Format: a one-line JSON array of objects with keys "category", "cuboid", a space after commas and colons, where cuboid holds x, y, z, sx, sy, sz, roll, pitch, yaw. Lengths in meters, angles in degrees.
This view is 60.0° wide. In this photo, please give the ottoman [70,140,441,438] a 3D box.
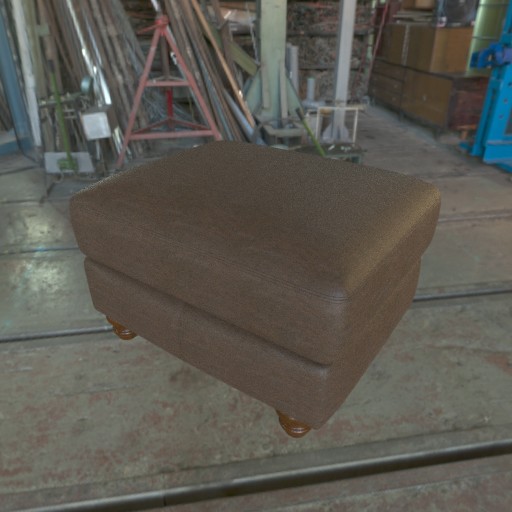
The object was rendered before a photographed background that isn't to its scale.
[{"category": "ottoman", "cuboid": [0.000, 0.000, 1.211, 0.787, 0.508, 0.635, 19, 35, 30]}]
